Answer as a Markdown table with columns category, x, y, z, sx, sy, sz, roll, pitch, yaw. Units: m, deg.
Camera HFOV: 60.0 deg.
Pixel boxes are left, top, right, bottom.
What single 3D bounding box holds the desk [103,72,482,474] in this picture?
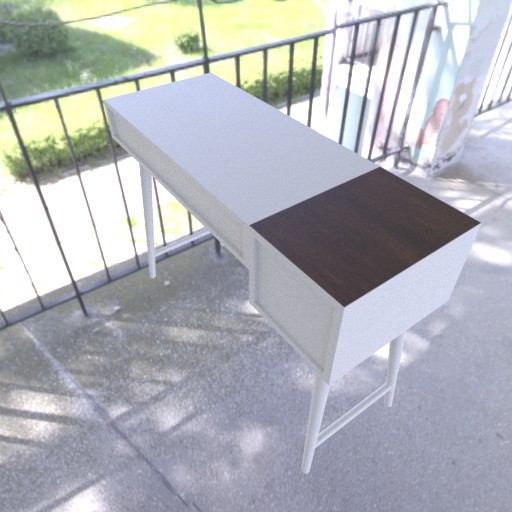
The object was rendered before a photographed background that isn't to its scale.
| category | x | y | z | sx | sy | sz | roll | pitch | yaw |
| --- | --- | --- | --- | --- | --- | --- | --- | --- | --- |
| desk | 0.000 | 0.000 | 1.416 | 0.409 | 0.761 | 1.069 | -26 | 48 | -26 |
